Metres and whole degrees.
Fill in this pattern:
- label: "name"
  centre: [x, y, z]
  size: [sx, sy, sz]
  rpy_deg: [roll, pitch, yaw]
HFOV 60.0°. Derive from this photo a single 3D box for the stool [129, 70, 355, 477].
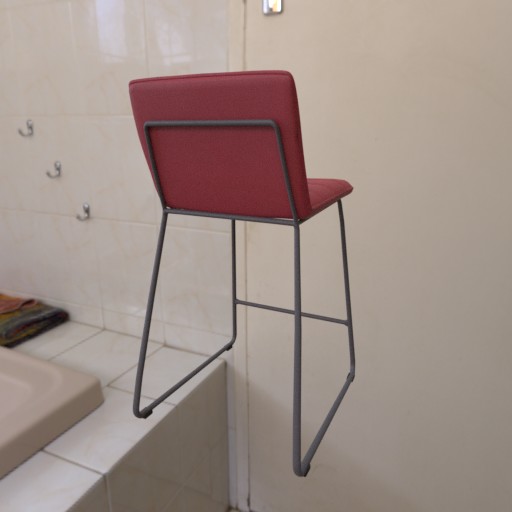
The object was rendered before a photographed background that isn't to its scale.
- label: "stool"
  centre: [0.000, 0.000, 1.192]
  size: [0.489, 0.866, 0.524]
  rpy_deg: [8, 18, 26]
